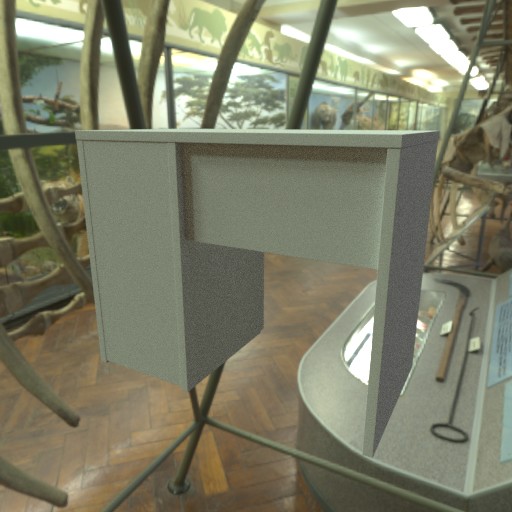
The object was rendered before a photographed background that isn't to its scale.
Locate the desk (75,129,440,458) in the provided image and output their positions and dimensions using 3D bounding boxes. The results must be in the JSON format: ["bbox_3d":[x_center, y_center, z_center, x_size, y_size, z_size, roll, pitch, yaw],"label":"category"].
[{"bbox_3d":[0.000,0.000,1.340,0.898,0.730,0.482,9,19,28],"label":"desk"}]
